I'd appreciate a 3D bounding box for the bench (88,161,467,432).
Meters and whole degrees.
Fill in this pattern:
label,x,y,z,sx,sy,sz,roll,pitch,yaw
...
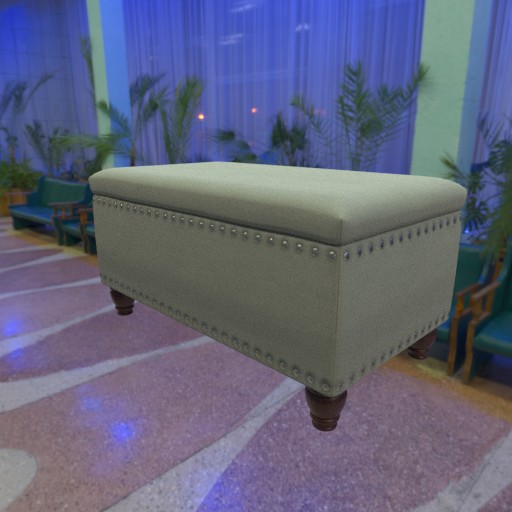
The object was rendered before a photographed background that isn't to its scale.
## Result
label,x,y,z,sx,sy,sz,roll,pitch,yaw
bench,0.000,0.000,1.201,0.500,0.449,0.887,-15,22,-43
